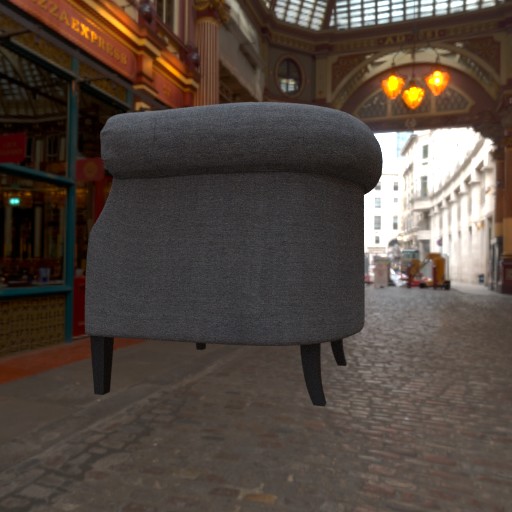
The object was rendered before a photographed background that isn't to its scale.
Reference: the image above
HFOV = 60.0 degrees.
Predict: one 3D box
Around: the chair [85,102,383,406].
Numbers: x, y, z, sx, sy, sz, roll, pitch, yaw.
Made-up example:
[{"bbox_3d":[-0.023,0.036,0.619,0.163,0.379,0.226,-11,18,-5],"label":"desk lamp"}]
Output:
[{"bbox_3d":[0.000,0.000,1.543,0.852,0.827,0.905,0,0,18],"label":"chair"}]
